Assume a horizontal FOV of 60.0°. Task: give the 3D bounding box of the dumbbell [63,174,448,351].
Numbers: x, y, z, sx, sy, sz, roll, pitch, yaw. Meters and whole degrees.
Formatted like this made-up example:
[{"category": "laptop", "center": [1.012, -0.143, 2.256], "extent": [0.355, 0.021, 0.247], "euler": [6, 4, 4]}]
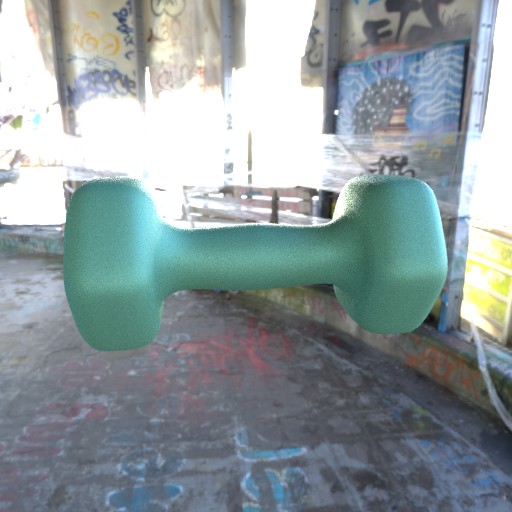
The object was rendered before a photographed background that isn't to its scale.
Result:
[{"category": "dumbbell", "center": [0.000, 0.000, 0.331], "extent": [0.260, 0.117, 0.129], "euler": [-2, 14, -7]}]
